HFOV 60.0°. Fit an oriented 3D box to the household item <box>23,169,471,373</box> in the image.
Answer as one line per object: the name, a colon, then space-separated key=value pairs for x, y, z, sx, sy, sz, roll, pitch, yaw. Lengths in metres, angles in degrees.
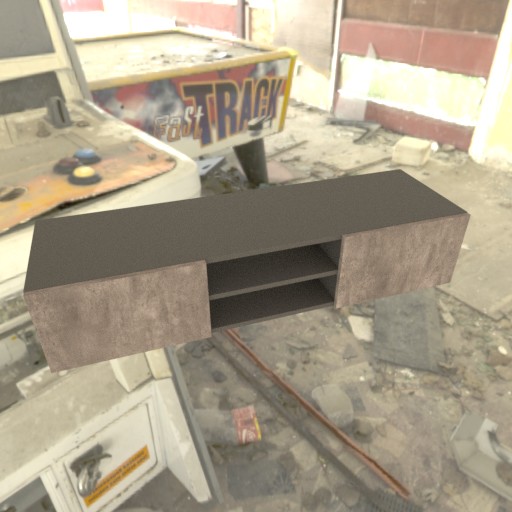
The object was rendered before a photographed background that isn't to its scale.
household item: x=0.000 y=0.000 z=1.570 sx=1.400 sy=0.310 sz=0.420 roll=-10 pitch=35 yaw=-15
